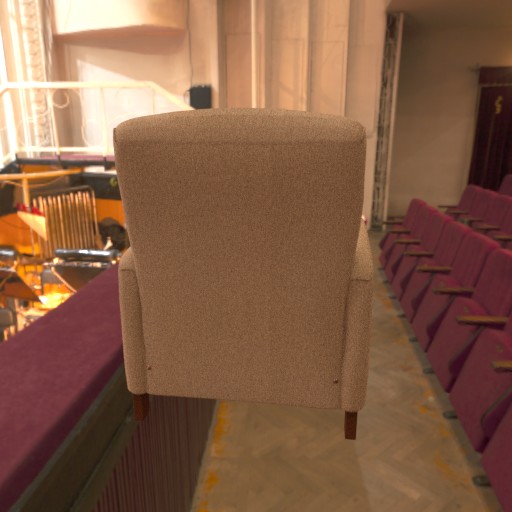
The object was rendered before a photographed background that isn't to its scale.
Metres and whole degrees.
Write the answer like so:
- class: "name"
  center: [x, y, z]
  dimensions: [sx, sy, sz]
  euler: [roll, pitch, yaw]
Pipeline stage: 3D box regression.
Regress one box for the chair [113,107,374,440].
- class: "chair"
  center: [0.000, 0.000, 1.673]
  dimensions: [0.848, 1.014, 0.864]
  euler: [2, 15, 8]
